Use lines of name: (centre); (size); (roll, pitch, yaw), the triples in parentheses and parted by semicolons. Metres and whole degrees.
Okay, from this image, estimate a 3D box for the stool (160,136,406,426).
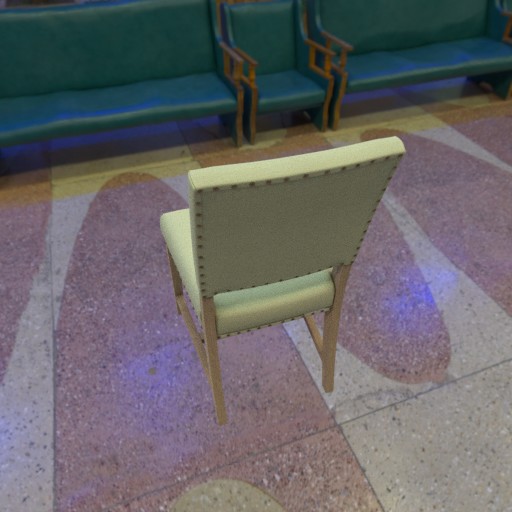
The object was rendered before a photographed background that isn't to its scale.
stool: (0.000, 0.000, 1.360); (0.508, 0.986, 0.623); (-12, 44, -13)
